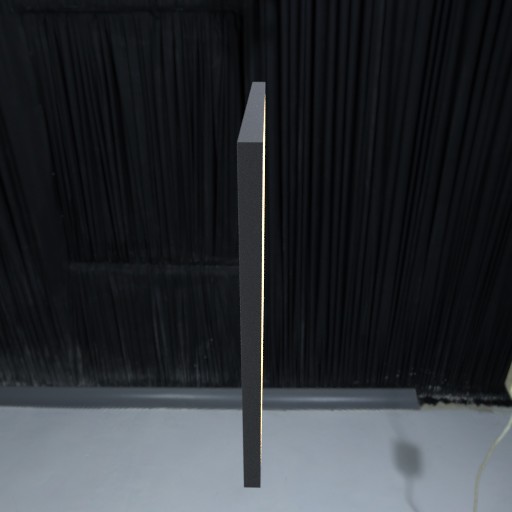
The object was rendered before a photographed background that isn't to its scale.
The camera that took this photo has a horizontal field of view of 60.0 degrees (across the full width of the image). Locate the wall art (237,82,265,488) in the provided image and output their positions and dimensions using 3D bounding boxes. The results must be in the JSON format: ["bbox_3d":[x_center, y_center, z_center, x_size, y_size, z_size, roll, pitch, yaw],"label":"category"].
[{"bbox_3d":[0.000,0.000,1.144,0.037,0.760,0.762,1,27,1],"label":"wall art"}]
